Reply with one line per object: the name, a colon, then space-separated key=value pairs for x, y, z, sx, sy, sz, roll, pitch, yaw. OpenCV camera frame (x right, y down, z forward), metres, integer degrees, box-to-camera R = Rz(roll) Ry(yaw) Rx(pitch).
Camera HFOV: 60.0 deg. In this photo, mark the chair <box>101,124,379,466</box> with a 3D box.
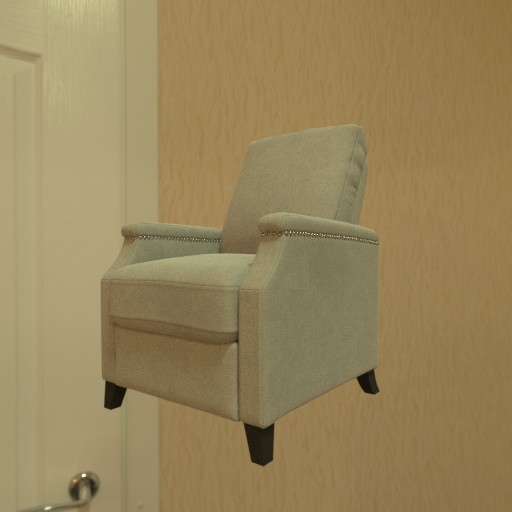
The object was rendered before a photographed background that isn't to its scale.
chair: x=0.000 y=0.000 z=1.644 sx=0.710 sy=1.049 sz=0.922 roll=1 pitch=1 yaw=38
